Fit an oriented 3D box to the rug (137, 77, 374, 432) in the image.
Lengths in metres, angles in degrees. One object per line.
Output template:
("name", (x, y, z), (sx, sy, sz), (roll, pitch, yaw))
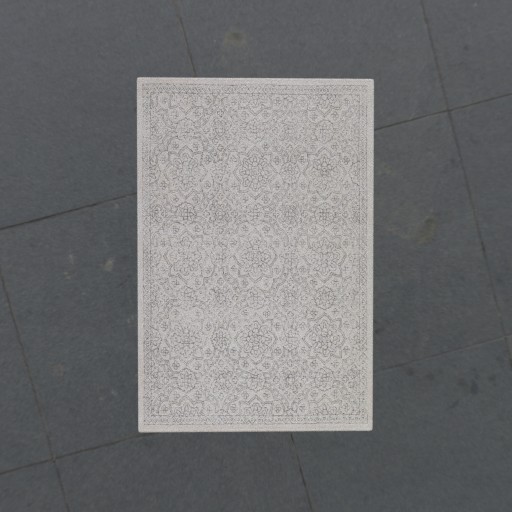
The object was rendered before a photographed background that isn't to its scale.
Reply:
("rug", (0.000, 0.000, 2.868), (1.524, 0.011, 2.286), (0, 91, -1))
